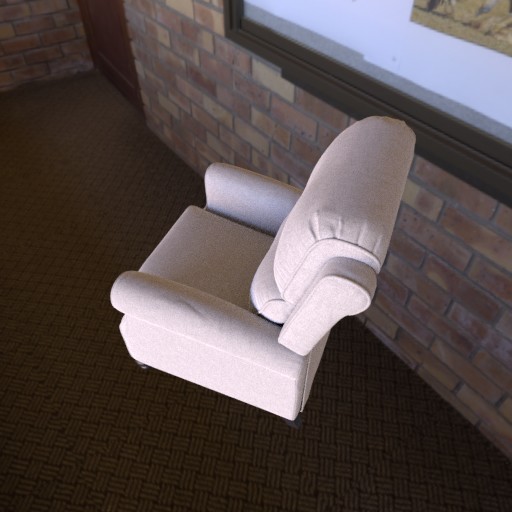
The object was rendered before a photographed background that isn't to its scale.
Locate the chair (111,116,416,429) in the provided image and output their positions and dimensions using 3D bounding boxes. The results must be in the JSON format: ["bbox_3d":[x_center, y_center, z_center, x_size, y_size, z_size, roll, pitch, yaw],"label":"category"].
[{"bbox_3d":[0.000,0.000,1.719,0.919,1.046,0.859,16,48,15],"label":"chair"}]
